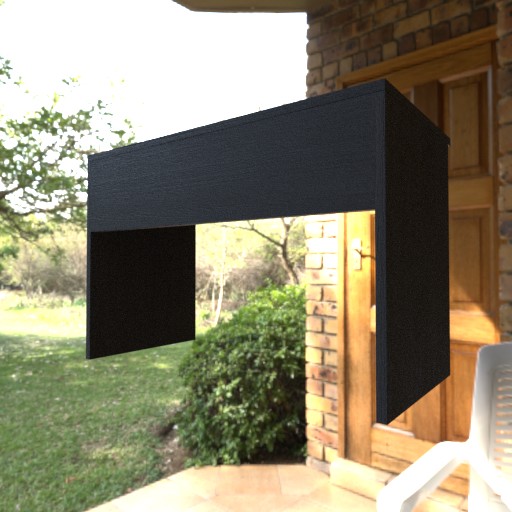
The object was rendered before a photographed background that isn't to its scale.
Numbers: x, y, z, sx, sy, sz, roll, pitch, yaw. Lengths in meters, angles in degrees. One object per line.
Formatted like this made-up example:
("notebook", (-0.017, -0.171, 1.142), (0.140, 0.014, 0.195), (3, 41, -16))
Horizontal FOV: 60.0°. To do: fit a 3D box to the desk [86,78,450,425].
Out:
("desk", (0.000, 0.000, 1.482), (1.099, 0.729, 0.557), (-1, -2, 37))
